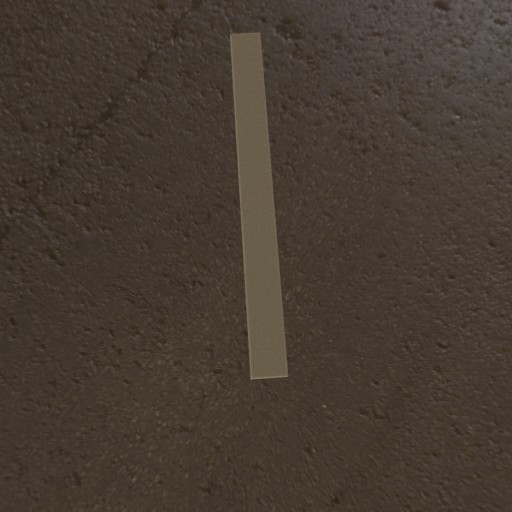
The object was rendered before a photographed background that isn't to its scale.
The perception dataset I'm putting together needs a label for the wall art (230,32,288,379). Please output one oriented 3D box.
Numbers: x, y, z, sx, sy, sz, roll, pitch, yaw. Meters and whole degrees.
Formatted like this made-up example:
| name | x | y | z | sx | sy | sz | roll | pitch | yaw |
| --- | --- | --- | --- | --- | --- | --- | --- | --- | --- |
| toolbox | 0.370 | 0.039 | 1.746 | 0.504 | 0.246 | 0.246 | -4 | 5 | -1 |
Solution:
| name | x | y | z | sx | sy | sz | roll | pitch | yaw |
| --- | --- | --- | --- | --- | --- | --- | --- | --- | --- |
| wall art | 0.000 | 0.000 | 0.797 | 0.038 | 0.608 | 0.418 | -4 | 75 | -1 |
